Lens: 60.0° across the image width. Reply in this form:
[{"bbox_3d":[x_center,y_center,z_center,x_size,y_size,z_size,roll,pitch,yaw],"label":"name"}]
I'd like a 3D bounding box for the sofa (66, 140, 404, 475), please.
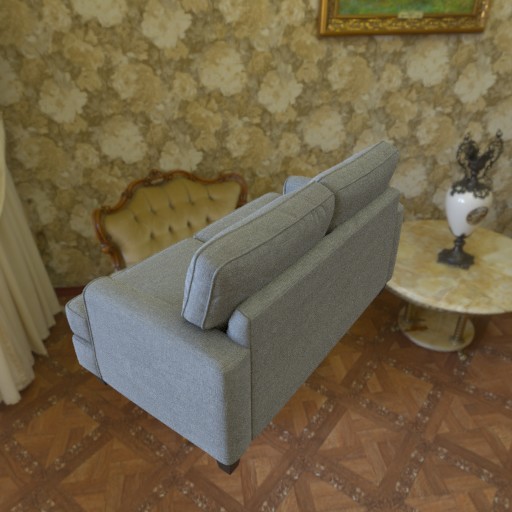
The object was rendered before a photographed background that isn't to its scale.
[{"bbox_3d":[0.000,0.000,2.251,0.965,0.965,1.651,20,36,30],"label":"sofa"}]
